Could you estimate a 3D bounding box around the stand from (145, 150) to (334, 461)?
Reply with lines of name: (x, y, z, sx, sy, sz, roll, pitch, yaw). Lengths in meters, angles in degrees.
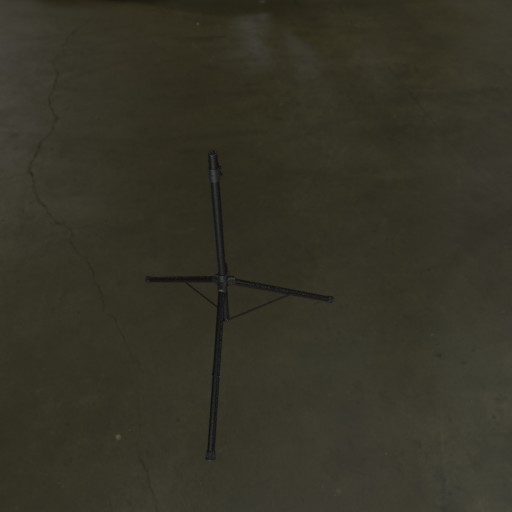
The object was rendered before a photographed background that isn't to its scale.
stand: (0.000, 0.000, 2.770, 1.339, 1.595, 1.596, -16, 48, -15)
